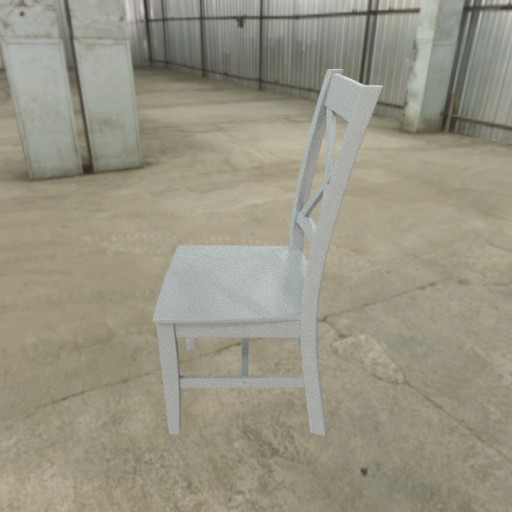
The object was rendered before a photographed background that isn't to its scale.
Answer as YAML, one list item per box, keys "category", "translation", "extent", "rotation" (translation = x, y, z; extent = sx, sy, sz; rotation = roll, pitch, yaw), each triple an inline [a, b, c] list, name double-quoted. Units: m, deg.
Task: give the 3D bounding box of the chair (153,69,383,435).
- category: "chair"
  translation: [0.000, 0.000, 1.303]
  extent: [0.542, 0.983, 0.485]
  rotation: [0, 27, 0]
